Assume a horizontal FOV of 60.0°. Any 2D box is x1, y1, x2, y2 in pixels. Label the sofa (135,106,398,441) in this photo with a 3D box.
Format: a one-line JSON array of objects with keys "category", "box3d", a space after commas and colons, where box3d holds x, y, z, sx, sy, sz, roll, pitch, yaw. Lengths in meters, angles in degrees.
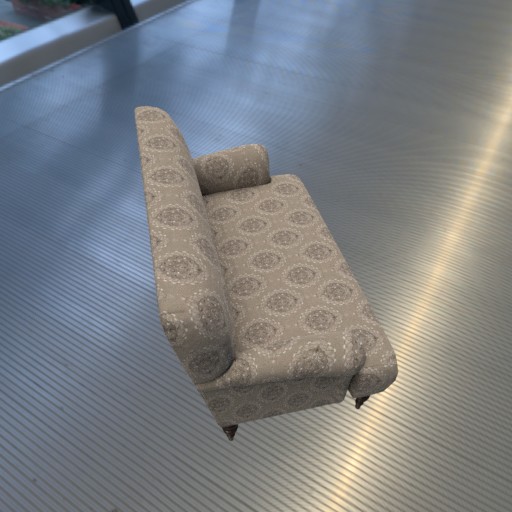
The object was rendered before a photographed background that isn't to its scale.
[{"category": "sofa", "box3d": [0.000, 0.000, 1.851, 0.779, 0.889, 1.297, -10, 46, -10]}]
